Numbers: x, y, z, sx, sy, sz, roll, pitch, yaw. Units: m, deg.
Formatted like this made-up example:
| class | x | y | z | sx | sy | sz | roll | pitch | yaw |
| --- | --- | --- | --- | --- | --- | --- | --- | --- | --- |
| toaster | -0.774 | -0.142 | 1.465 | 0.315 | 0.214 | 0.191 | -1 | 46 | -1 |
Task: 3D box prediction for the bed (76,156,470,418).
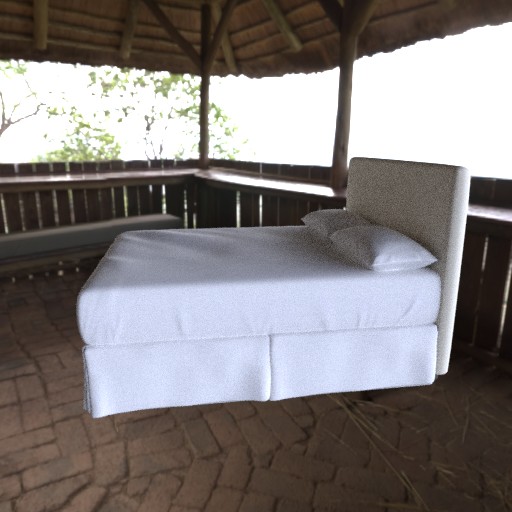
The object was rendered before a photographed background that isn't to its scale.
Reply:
| class | x | y | z | sx | sy | sz | roll | pitch | yaw |
| --- | --- | --- | --- | --- | --- | --- | --- | --- | --- |
| bed | 0.000 | 0.000 | 3.148 | 2.147 | 1.330 | 1.714 | -2 | 15 | -8 |
